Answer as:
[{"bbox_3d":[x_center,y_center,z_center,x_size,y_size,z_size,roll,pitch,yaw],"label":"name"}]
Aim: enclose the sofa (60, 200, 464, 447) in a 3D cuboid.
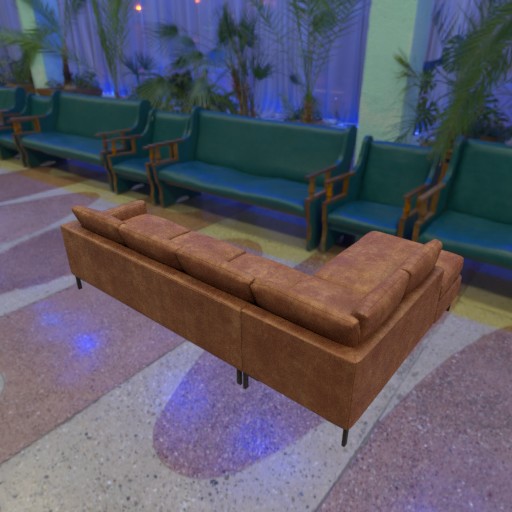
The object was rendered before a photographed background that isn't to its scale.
[{"bbox_3d":[0.000,0.000,3.911,2.984,0.877,1.938,20,34,34],"label":"sofa"}]
